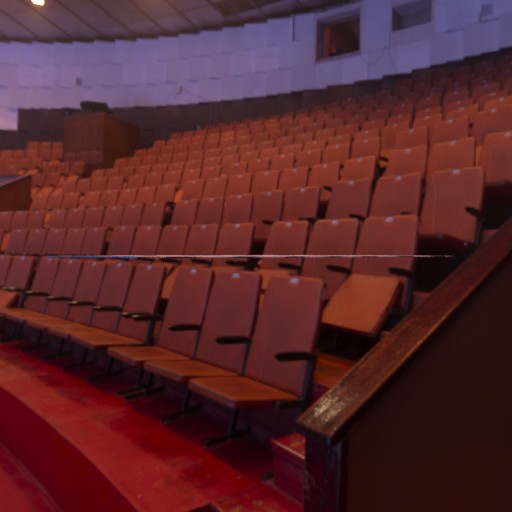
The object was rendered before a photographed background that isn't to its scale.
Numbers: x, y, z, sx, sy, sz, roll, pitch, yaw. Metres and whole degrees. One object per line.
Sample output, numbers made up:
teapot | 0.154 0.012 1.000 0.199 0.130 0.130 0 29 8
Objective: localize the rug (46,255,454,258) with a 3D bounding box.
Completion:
rug | 0.000 0.000 2.988 2.311 0.010 1.522 0 0 -37
